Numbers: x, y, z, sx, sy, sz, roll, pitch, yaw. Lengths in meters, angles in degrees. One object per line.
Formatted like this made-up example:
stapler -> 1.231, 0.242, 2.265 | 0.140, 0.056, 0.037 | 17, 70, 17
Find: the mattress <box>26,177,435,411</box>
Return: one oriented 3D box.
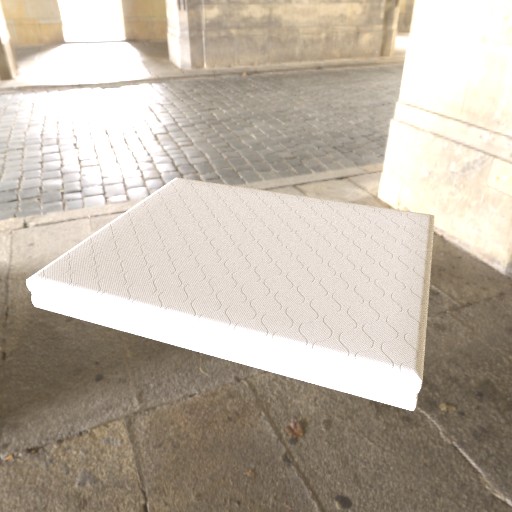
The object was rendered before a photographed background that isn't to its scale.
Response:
mattress -> 0.000, 0.000, 2.716 | 2.000, 0.200, 1.600 | 11, 33, 18
